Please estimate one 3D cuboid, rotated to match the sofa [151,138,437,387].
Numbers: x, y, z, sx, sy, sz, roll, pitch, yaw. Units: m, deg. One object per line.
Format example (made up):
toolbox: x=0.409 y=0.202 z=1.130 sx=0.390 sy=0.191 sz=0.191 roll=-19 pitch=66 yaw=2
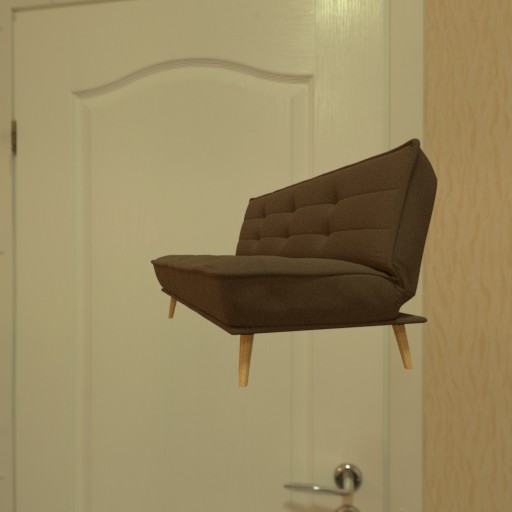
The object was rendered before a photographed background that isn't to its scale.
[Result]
sofa: x=0.000 y=0.000 z=2.450 sx=0.950 sy=0.890 sz=1.940 roll=0 pitch=0 yaw=-19
